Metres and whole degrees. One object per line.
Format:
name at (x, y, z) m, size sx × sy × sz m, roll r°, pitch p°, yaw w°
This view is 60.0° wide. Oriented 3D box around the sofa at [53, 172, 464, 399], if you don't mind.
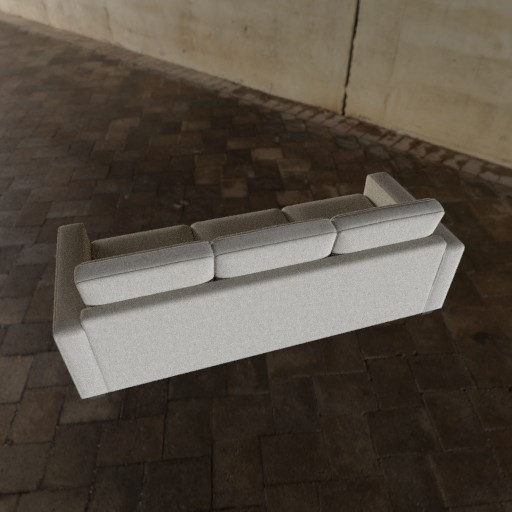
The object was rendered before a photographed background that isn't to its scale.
sofa at (0.000, 0.000, 2.612) m, size 2.160 × 0.800 × 0.900 m, roll -11°, pitch 42°, yaw -13°
